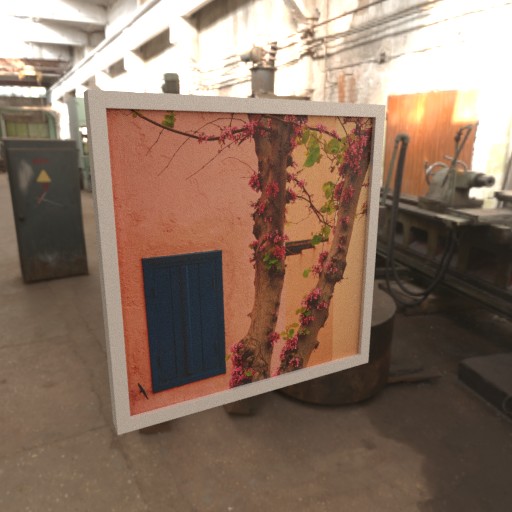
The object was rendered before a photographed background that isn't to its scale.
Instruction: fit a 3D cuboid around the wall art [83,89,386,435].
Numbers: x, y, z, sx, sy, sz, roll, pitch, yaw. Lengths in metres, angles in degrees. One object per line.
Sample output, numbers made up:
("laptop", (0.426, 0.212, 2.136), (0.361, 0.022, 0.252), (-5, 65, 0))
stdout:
("wall art", (0.000, 0.000, 0.760), (0.507, 0.508, 0.038), (-7, 16, -27))
